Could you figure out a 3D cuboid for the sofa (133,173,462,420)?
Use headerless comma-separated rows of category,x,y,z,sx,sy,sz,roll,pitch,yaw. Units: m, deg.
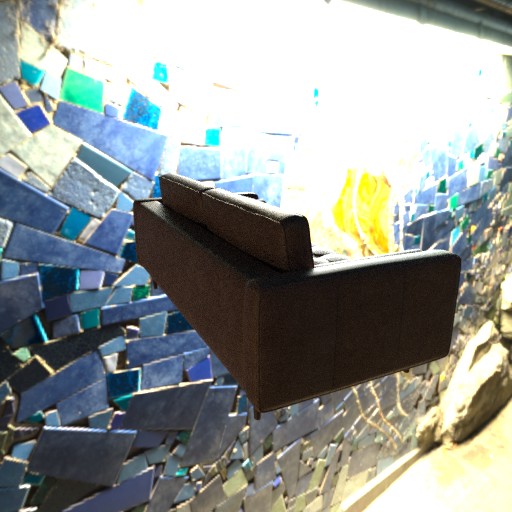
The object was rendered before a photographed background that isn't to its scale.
sofa,0.000,0.000,2.356,0.910,0.760,1.870,-8,18,-25
